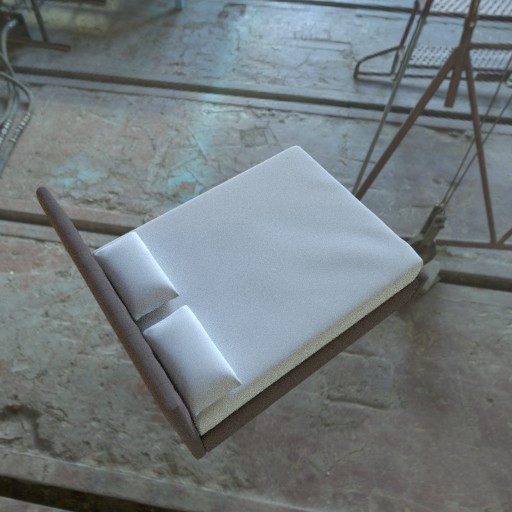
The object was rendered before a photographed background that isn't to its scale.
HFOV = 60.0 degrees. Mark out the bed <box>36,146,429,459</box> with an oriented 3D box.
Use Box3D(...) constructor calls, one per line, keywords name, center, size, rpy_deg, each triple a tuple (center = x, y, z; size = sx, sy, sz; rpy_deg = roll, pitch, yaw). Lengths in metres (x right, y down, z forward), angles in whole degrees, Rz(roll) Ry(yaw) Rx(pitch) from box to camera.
Box3D(name="bed", center=(0.000, 0.000, 3.330), size=(2.233, 1.426, 1.696), rpy_deg=(-31, 62, -18))
